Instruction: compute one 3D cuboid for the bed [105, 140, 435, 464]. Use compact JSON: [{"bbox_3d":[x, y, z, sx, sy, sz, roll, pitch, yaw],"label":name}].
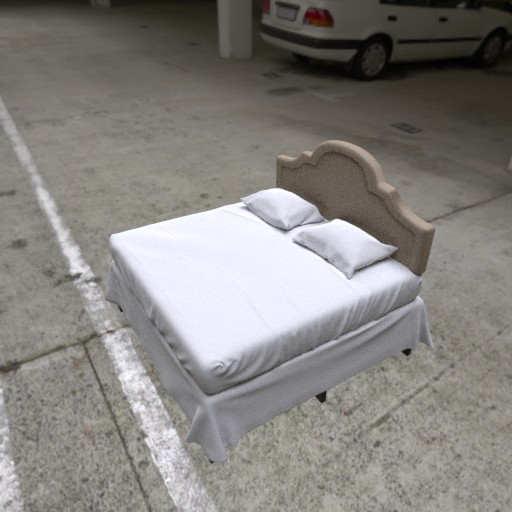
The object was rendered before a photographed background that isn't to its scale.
[{"bbox_3d":[0.000,0.000,3.764,2.222,1.631,2.303,-18,35,-27],"label":"bed"}]
